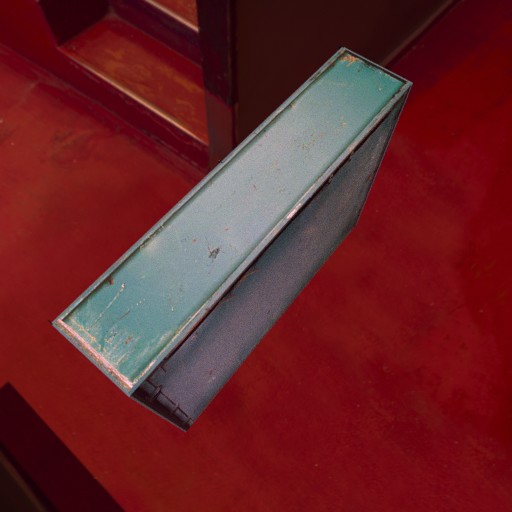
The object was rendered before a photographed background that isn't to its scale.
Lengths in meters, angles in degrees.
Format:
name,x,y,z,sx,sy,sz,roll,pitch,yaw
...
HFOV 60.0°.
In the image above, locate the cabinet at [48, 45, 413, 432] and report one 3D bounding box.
name,x,y,z,sx,sy,sz,roll,pitch,yaw
cabinet,0.000,0.000,3.959,0.680,2.160,3.001,36,69,16
